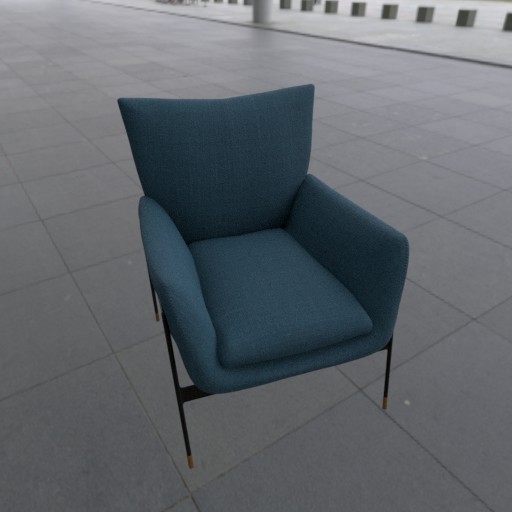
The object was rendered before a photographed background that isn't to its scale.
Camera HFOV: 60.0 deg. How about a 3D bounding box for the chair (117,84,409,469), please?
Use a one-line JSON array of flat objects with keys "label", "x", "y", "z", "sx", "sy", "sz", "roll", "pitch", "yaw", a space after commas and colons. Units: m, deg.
[{"label": "chair", "x": 0.000, "y": 0.000, "z": 1.399, "sx": 0.678, "sy": 0.859, "sz": 0.769, "roll": -10, "pitch": 34, "yaw": -16}]
